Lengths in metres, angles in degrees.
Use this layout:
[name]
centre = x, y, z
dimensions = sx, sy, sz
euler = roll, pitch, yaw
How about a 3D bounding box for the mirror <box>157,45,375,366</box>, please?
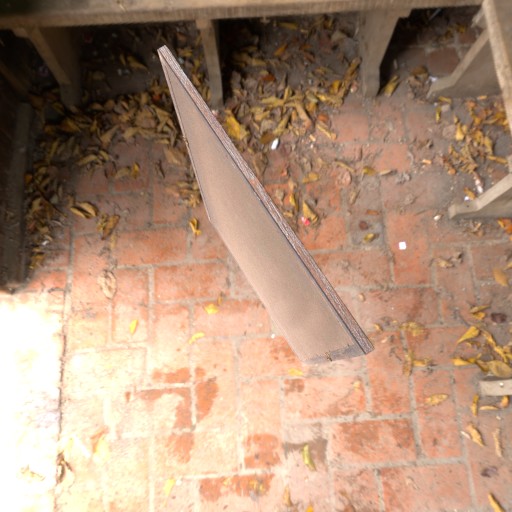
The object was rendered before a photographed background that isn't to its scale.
[mirror]
centre = 0.000, 0.000, 1.288
dimensions = 0.025, 0.996, 0.705
euler = -31, 77, -8
